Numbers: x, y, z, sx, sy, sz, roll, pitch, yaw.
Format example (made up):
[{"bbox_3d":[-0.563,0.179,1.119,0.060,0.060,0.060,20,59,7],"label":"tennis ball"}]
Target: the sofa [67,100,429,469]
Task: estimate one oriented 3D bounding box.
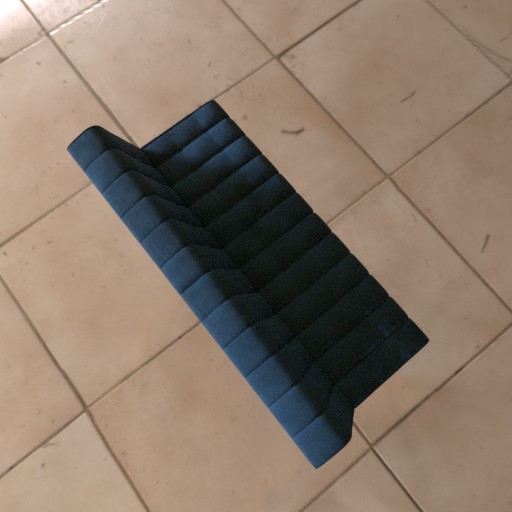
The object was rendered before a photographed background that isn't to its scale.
[{"bbox_3d":[0.000,0.000,2.346,0.855,0.813,1.804,-38,79,-9],"label":"sofa"}]
